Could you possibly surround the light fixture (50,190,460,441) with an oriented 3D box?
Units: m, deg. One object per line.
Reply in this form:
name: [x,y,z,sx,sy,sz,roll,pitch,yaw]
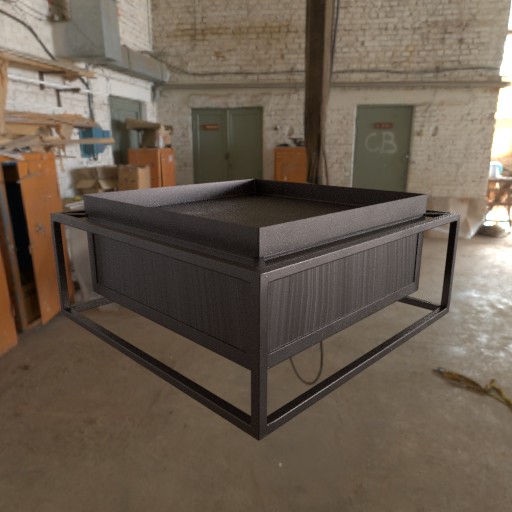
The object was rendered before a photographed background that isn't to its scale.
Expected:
light fixture: [0.000,0.000,0.689,0.441,0.191,0.441,14,20,43]
